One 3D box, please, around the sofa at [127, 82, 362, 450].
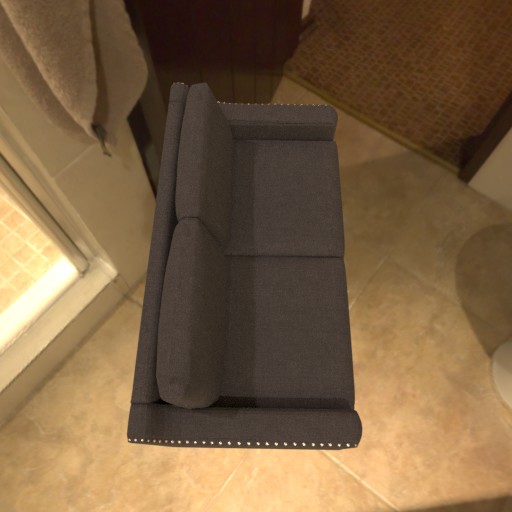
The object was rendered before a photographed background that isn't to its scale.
[{"bbox_3d":[0.000,0.000,3.220,1.336,1.196,2.550,1,65,0],"label":"sofa"}]
